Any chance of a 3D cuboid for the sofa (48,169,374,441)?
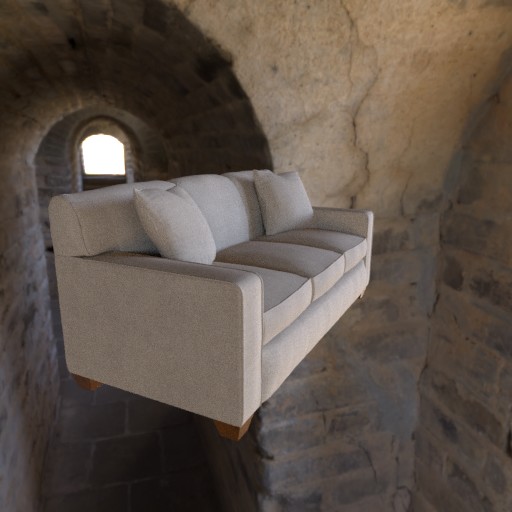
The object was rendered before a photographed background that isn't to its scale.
[{"bbox_3d":[0.000,0.000,2.635,0.997,0.958,2.024,7,16,26],"label":"sofa"}]
